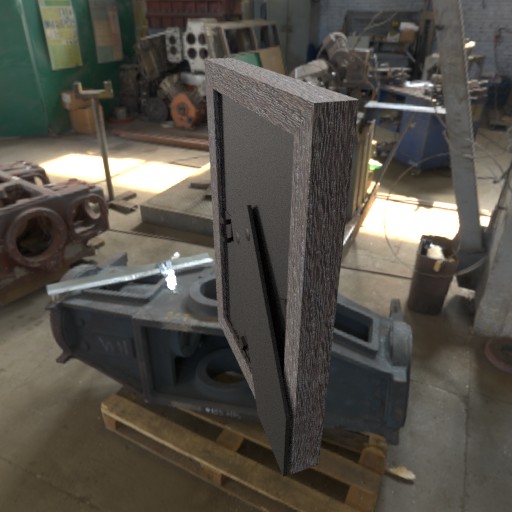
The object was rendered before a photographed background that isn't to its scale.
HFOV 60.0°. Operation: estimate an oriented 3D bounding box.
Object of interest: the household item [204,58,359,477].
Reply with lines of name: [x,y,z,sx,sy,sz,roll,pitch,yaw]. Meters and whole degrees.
household item: [0.000,0.000,0.235,0.020,0.180,0.133,-10,31,-18]
